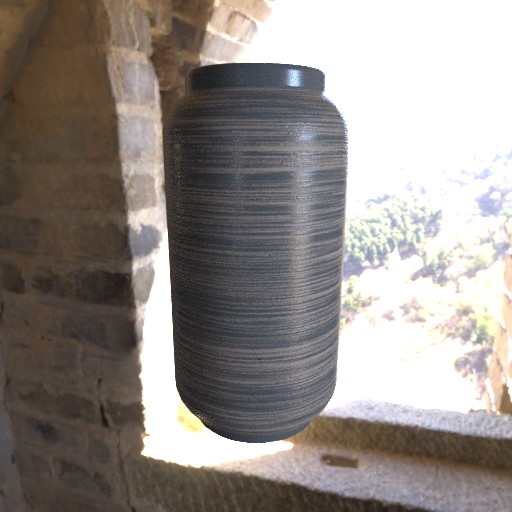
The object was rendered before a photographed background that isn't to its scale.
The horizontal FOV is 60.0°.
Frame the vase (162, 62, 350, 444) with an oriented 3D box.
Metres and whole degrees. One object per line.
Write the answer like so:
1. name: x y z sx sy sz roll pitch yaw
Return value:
1. vase: 0.000 0.000 0.299 0.116 0.230 0.116 0 14 0
